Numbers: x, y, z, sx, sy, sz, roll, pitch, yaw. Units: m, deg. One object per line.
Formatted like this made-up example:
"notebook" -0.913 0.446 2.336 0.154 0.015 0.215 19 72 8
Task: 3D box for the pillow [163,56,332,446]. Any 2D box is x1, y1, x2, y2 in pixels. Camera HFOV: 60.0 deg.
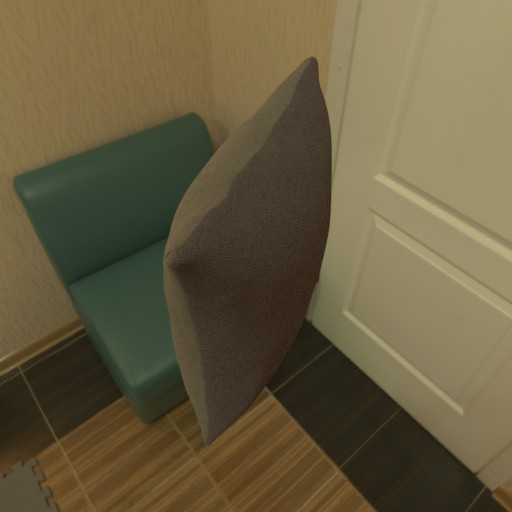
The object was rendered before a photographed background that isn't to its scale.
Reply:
"pillow" 0.000 0.000 0.686 0.204 0.439 0.452 16 49 14
